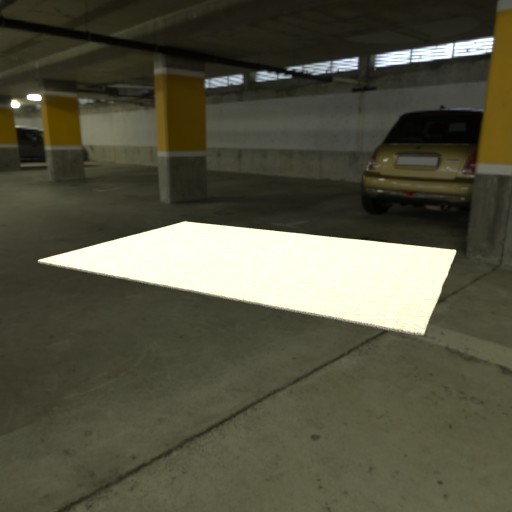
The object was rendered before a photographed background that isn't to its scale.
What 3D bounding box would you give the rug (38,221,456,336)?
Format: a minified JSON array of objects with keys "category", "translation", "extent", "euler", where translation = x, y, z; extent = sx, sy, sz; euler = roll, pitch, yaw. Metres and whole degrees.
[{"category":"rug","translation":[0.000,0.000,2.312],"extent":[1.832,0.016,1.224],"euler":[8,17,27]}]
